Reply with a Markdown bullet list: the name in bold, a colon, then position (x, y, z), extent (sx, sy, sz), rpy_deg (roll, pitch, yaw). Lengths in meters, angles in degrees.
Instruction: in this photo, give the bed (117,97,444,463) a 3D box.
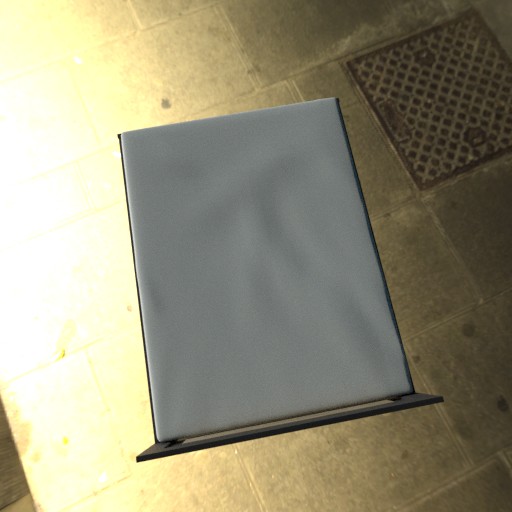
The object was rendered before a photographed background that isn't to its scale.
- **bed**: position (0.000, 0.000, 2.880), extent (1.585, 0.823, 2.073), rpy_deg (-10, 76, -3)
